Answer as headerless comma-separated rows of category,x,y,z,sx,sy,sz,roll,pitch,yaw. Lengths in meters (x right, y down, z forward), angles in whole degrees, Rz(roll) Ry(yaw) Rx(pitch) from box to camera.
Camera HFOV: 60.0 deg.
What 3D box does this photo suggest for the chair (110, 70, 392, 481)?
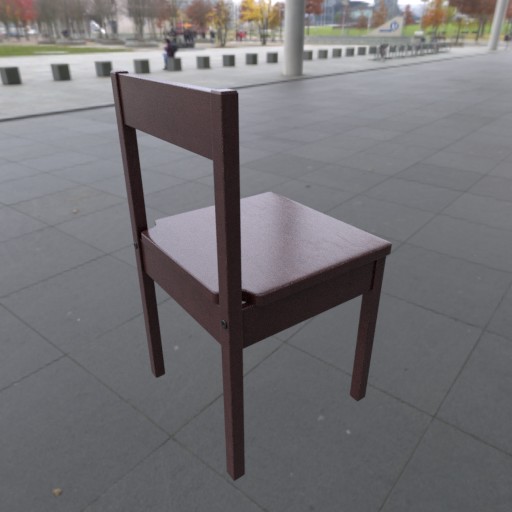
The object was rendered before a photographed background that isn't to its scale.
chair,0.000,0.000,0.871,0.361,0.668,0.367,-18,32,-32
